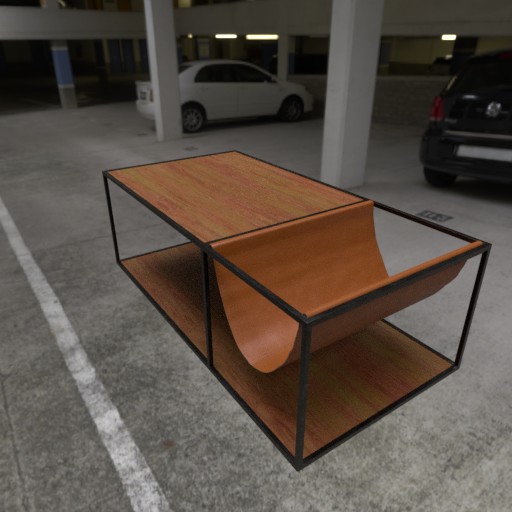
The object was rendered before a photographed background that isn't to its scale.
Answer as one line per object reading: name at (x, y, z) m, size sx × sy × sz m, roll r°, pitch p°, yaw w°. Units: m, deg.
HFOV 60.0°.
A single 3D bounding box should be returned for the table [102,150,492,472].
table at (0.000, 0.000, 1.477) m, size 0.597 × 0.403 × 1.199 m, roll -17°, pitch 31°, yaw -30°
